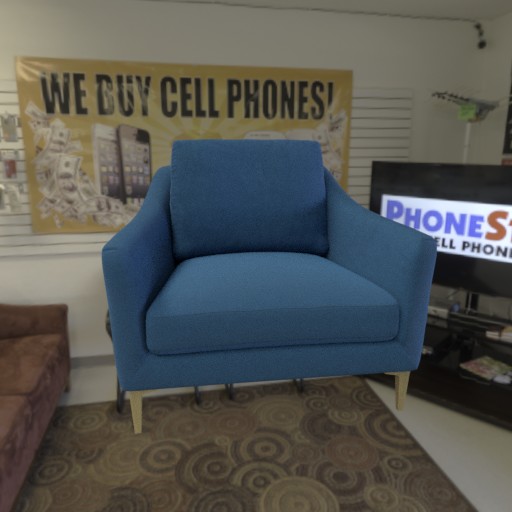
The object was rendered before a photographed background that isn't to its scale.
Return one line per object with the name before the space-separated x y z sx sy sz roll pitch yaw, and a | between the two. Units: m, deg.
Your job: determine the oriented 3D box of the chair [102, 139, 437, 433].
chair | 0.000 0.000 1.742 0.987 0.899 0.961 -2 14 -8
